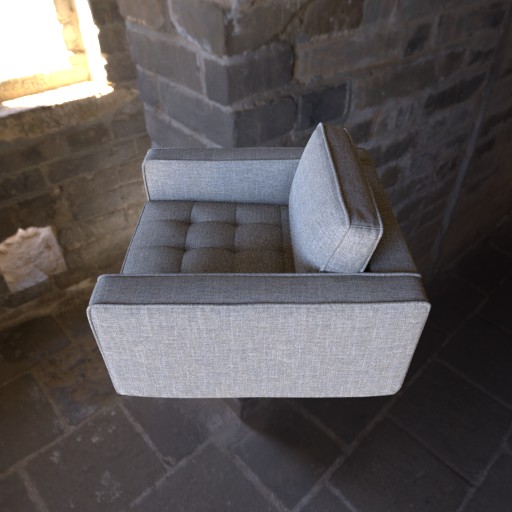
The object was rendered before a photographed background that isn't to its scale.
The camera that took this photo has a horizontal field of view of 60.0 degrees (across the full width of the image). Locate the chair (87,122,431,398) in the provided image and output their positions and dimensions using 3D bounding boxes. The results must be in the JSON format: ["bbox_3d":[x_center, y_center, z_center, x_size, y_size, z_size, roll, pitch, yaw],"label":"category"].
[{"bbox_3d":[0.000,0.000,1.589,0.914,0.765,0.889,0,41,0],"label":"chair"}]
